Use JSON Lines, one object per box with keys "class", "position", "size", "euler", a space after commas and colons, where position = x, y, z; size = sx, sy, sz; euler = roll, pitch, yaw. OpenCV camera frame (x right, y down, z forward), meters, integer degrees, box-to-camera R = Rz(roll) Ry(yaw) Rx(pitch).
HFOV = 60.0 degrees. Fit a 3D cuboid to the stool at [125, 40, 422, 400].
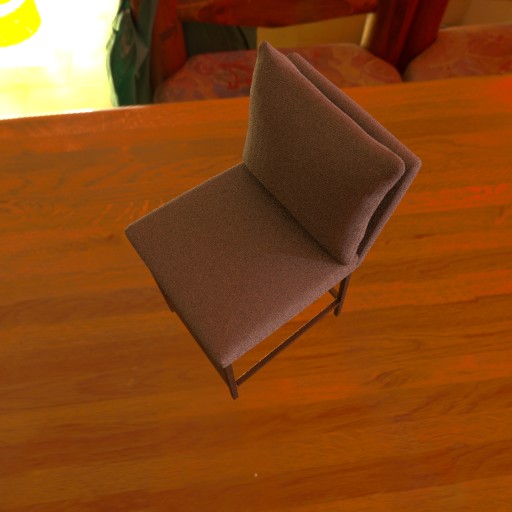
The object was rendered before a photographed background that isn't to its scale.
{"class": "stool", "position": [0.000, 0.000, 1.321], "size": [0.569, 1.031, 0.463], "euler": [-34, 69, -16]}
